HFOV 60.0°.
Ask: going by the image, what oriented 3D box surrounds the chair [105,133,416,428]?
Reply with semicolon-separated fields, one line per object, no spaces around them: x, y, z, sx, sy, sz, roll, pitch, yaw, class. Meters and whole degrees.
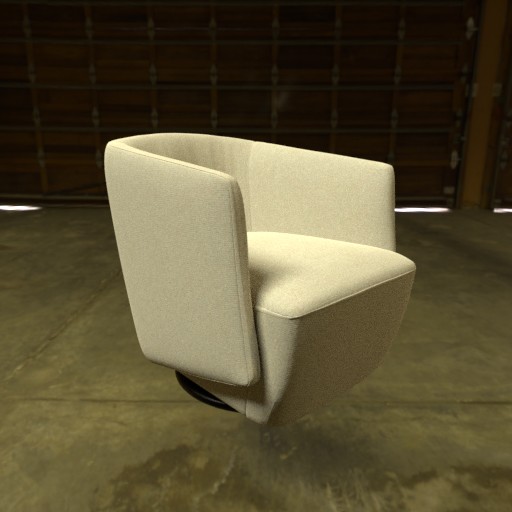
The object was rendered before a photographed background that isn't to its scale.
0.000;0.000;1.597;0.822;0.861;0.986;-14;20;-42;chair
